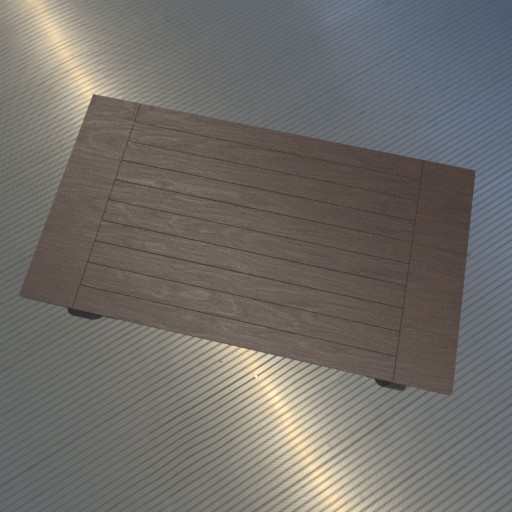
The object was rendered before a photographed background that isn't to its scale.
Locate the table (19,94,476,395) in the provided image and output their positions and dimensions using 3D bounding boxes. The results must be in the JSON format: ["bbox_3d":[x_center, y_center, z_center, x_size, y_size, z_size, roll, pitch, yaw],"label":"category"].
[{"bbox_3d":[0.000,0.000,1.369,1.062,0.494,0.600,12,75,3],"label":"table"}]
